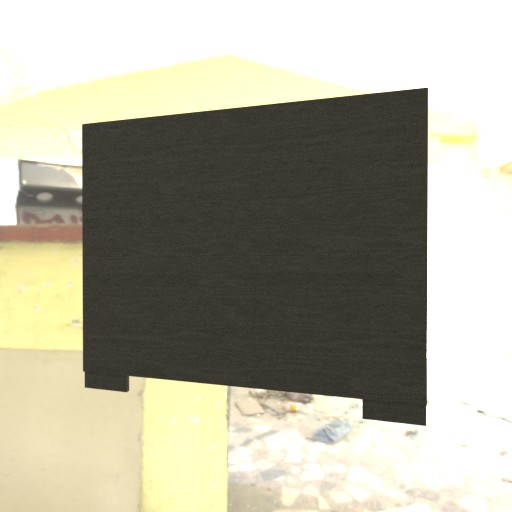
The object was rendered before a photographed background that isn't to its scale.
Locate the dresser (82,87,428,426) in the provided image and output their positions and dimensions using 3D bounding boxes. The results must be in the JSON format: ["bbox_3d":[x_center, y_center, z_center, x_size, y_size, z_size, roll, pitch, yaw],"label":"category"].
[{"bbox_3d":[0.000,0.000,1.406,0.994,0.816,0.404,0,1,18],"label":"dresser"}]
